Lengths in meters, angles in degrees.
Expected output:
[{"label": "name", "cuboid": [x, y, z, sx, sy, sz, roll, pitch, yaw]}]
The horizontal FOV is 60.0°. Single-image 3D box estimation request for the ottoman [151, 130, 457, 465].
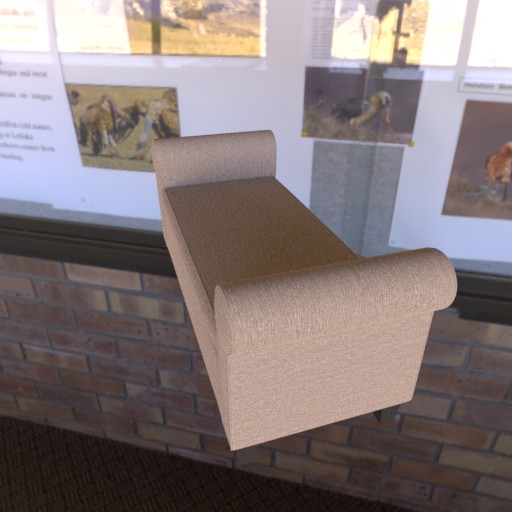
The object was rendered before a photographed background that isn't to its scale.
[{"label": "ottoman", "cuboid": [0.000, 0.000, 1.507, 0.521, 0.547, 1.256, -9, 31, -16]}]
